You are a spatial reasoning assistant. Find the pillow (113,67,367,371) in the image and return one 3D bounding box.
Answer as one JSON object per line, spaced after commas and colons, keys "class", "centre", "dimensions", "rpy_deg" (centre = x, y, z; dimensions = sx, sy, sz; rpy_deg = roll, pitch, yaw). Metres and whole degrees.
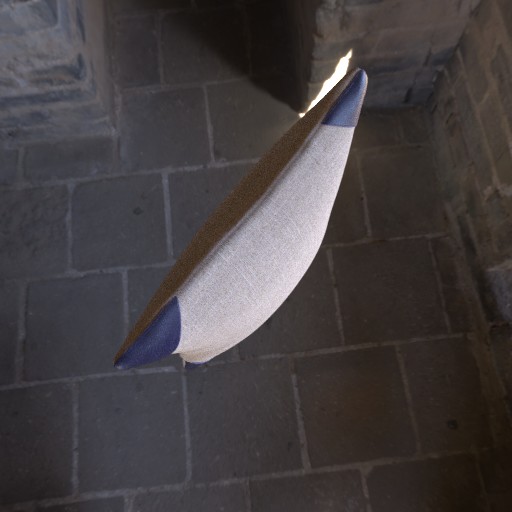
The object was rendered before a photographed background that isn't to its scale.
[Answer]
{"class": "pillow", "centre": [0.000, 0.000, 0.687], "dimensions": [0.147, 0.441, 0.440], "rpy_deg": [36, 78, 9]}
